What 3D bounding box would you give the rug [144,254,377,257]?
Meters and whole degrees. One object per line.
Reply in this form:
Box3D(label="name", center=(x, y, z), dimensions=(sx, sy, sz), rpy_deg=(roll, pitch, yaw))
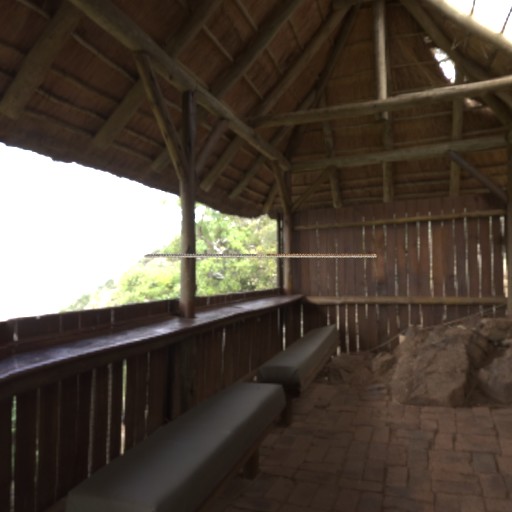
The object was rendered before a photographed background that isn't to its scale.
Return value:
Box3D(label="rug", center=(0.000, 0.000, 2.445), dimensions=(0.687, 0.011, 2.287), rpy_deg=(0, 0, -1))
